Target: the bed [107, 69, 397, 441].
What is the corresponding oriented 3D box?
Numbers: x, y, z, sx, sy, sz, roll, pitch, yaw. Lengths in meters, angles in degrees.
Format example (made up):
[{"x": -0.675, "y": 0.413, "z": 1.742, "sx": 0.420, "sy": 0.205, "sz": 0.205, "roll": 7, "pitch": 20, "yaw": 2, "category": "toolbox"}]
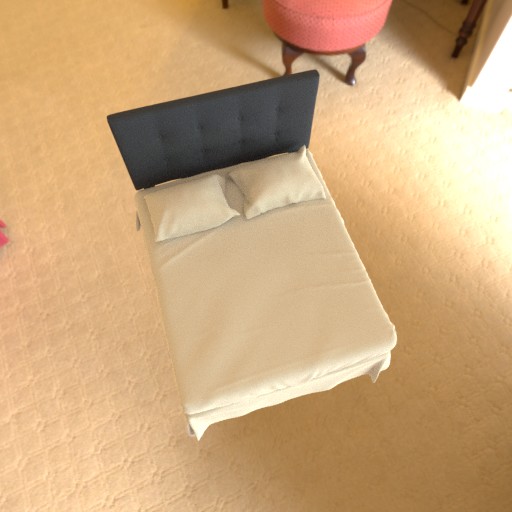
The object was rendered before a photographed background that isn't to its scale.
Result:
[{"x": 0.000, "y": 0.000, "z": 3.542, "sx": 1.936, "sy": 1.577, "sz": 2.222, "roll": -15, "pitch": 64, "yaw": -8, "category": "bed"}]
